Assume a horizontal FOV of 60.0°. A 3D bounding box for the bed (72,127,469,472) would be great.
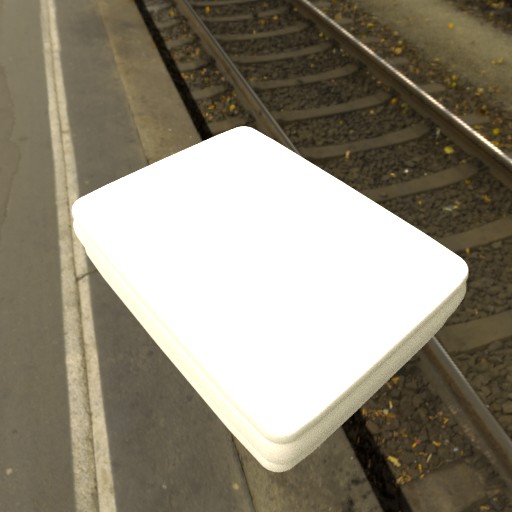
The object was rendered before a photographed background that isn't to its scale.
[{"bbox_3d":[0.000,0.000,2.685,1.520,0.460,2.036,-32,55,-27],"label":"bed"}]
